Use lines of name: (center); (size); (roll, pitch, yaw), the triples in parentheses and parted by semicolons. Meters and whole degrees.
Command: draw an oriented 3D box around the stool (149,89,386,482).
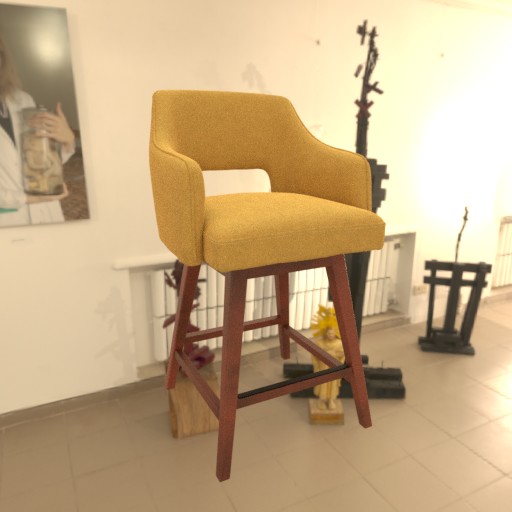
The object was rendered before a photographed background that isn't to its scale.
stool: (0.000, 0.000, 1.257); (0.548, 0.924, 0.558); (-8, 17, -26)
